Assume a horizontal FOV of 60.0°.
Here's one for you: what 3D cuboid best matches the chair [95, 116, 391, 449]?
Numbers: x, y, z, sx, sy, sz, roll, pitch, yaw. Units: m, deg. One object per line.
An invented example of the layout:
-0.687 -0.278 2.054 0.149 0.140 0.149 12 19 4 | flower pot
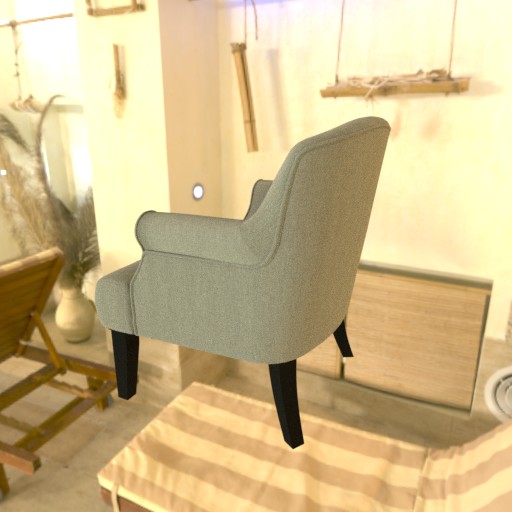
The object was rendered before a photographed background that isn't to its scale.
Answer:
0.000 0.000 1.460 0.755 0.880 0.772 9 20 25 | chair
